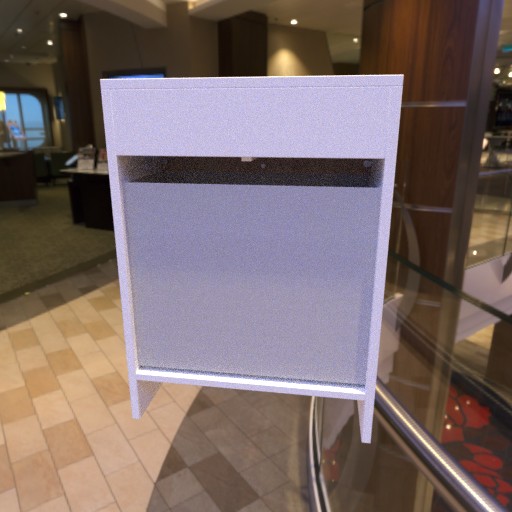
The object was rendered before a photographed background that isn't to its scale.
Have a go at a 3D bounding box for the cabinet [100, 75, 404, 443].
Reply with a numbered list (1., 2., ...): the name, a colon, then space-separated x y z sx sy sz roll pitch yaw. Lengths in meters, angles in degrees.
1. cabinet: 0.000 0.000 1.118 0.600 0.815 0.296 3 17 8
